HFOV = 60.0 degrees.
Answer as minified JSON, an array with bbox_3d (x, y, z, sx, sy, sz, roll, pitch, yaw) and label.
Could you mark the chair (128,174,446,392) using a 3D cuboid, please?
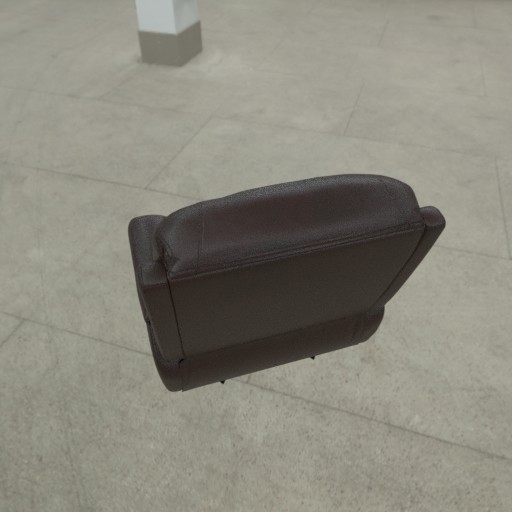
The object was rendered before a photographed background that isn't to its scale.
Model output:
[{"bbox_3d":[0.000,0.000,1.734,0.930,1.011,0.899,-12,43,-13],"label":"chair"}]
